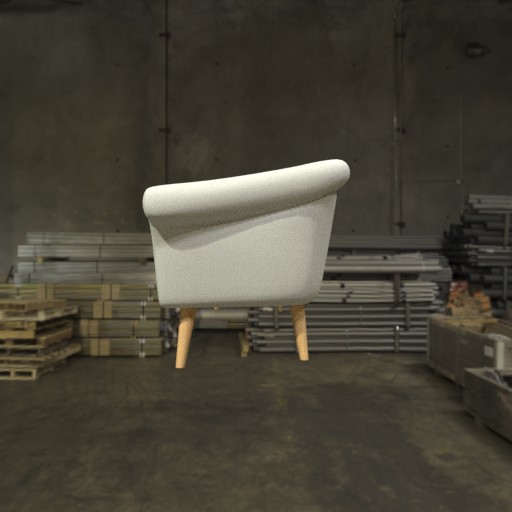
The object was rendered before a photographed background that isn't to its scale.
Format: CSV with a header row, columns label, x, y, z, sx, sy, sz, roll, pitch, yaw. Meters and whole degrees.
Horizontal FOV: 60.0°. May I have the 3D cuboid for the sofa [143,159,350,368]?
label,x,y,z,sx,sy,sz,roll,pitch,yaw
sofa,0.000,0.000,2.550,0.827,0.795,2.160,0,0,-1
